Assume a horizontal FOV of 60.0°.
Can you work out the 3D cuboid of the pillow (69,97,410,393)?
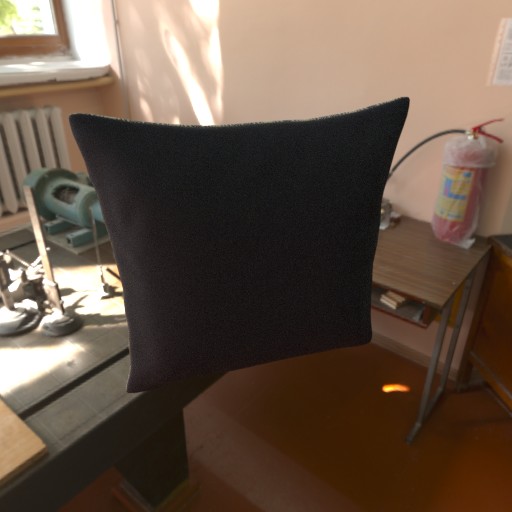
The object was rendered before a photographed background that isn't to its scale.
[{"bbox_3d":[0.000,0.000,0.772,0.520,0.508,0.166,-8,29,-15],"label":"pillow"}]
